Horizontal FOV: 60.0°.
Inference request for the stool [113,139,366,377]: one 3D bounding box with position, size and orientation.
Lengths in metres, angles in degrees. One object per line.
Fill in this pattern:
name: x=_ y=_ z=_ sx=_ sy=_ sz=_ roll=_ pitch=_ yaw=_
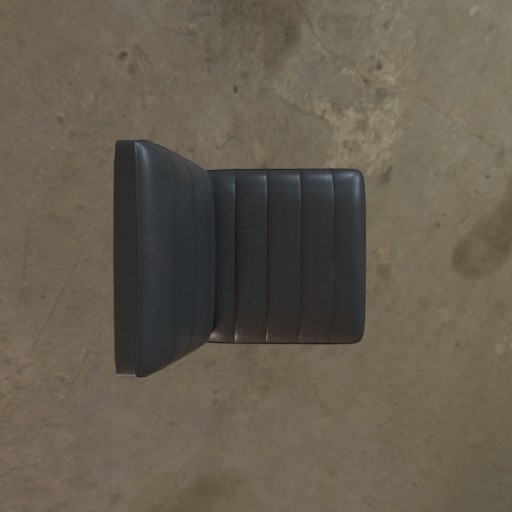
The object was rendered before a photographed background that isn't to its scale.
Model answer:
stool: x=0.000 y=0.000 z=1.326 sx=0.552 sy=1.040 sz=0.457 roll=0 pitch=91 yaw=-1
